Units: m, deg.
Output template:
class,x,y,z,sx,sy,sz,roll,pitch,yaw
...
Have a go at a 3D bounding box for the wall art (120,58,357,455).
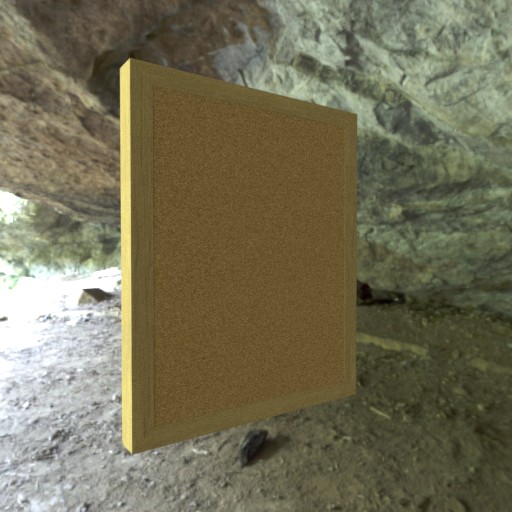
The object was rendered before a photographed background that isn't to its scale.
class,x,y,z,sx,sy,sz,roll,pitch,yaw
wall art,0.000,0.000,0.525,0.312,0.380,0.030,-1,1,-35
